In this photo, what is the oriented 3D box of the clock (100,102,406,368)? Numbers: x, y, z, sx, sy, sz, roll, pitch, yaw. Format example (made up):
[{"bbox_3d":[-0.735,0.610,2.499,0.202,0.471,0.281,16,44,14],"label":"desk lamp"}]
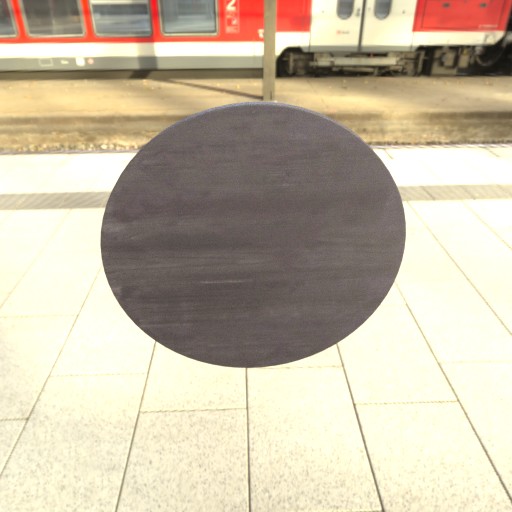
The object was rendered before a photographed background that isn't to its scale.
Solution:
[{"bbox_3d":[0.000,0.000,0.887,0.595,0.595,0.029,-2,32,-4],"label":"clock"}]
